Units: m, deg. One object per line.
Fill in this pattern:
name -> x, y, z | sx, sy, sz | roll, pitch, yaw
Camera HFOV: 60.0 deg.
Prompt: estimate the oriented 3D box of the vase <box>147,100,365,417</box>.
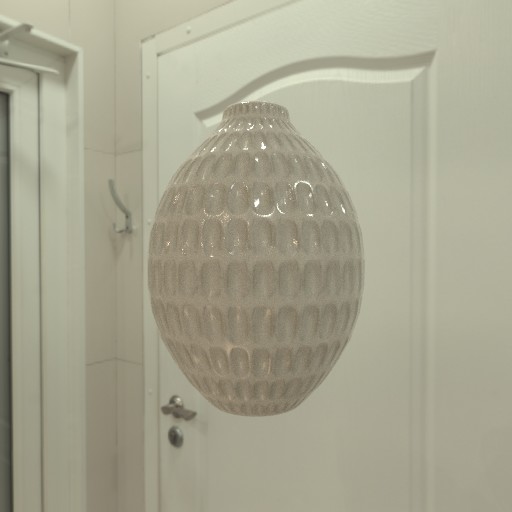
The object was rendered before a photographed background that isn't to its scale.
vase -> 0.000, 0.000, 0.340 | 0.162, 0.223, 0.162 | 0, 1, 0
